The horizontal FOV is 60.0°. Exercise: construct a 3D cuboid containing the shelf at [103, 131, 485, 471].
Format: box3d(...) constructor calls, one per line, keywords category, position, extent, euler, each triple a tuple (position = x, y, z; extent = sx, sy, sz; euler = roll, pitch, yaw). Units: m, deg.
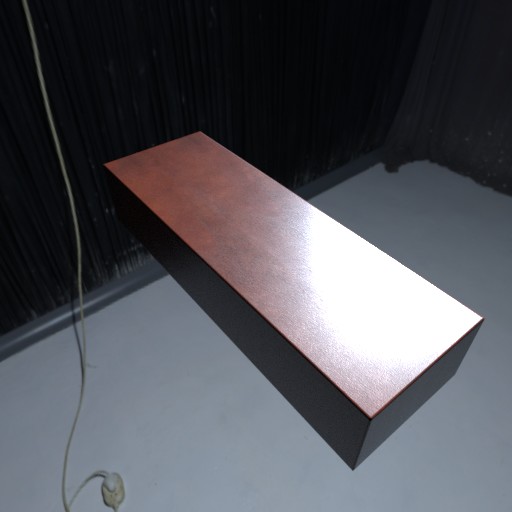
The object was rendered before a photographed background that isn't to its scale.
box3d(category="shelf", position=(0.000, 0.000, 0.518), extent=(0.152, 0.088, 0.457), euler=(-28, 49, -28))
